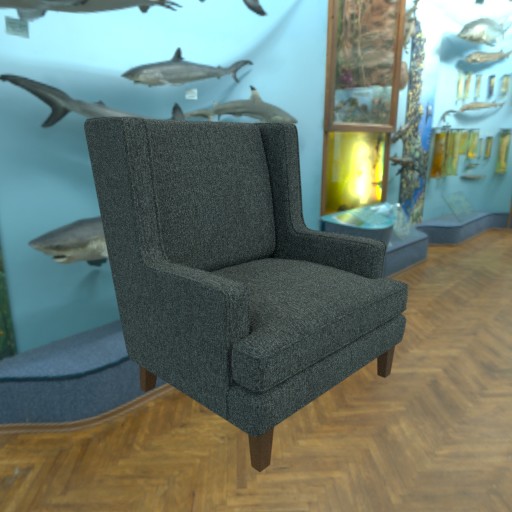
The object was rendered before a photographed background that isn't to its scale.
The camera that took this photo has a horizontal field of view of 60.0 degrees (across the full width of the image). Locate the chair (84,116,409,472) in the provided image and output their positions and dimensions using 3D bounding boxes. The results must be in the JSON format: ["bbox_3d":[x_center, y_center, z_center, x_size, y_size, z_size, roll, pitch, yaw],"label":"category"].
[{"bbox_3d":[0.000,0.000,1.815,0.927,1.082,0.942,14,20,42],"label":"chair"}]
